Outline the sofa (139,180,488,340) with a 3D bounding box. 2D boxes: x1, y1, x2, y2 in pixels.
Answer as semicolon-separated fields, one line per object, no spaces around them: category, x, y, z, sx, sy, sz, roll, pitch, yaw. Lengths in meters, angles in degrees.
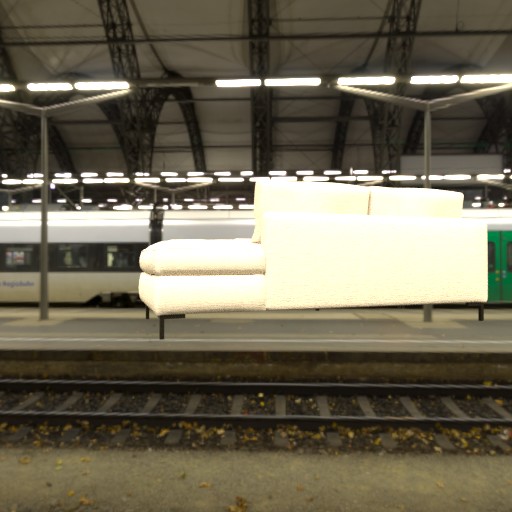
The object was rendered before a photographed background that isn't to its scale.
sofa;0.000;0.000;3.733;2.007;0.815;2.949;0;-1;-19
